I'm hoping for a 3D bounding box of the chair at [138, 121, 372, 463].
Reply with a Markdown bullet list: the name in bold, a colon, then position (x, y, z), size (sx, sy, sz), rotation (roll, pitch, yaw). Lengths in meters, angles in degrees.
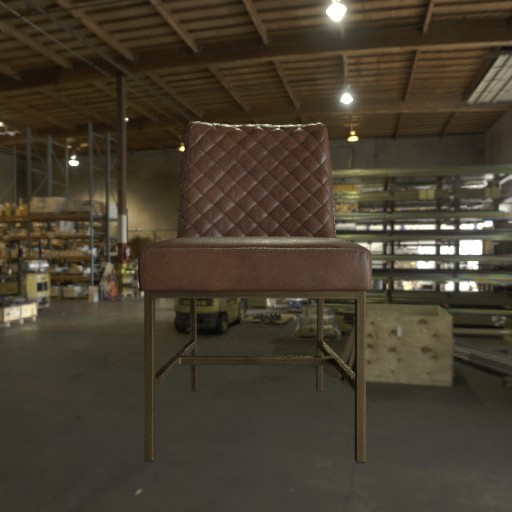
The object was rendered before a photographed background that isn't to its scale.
- **chair**: position (0.000, 0.000, 1.225), size (0.508, 0.889, 0.587), rotation (0, 0, 1)
